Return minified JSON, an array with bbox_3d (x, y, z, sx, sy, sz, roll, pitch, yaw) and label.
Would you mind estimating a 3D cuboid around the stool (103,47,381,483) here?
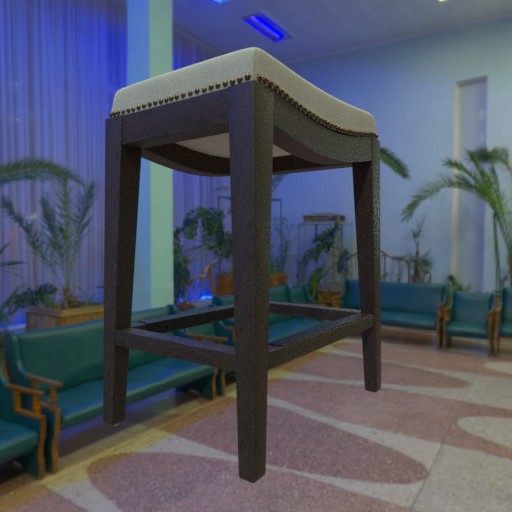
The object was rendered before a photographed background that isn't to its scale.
[{"bbox_3d":[0.000,0.000,0.931,0.361,0.642,0.500,2,3,36],"label":"stool"}]
